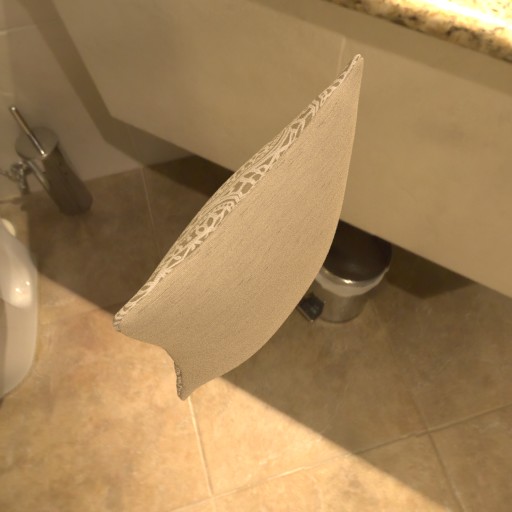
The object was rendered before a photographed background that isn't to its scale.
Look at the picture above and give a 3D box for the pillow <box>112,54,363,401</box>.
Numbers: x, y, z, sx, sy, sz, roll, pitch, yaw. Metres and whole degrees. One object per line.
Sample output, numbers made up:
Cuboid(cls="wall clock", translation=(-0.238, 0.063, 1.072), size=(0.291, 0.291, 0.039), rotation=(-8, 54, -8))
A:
Cuboid(cls="pillow", translation=(0.000, 0.000, 0.658), size=(0.167, 0.421, 0.438), rotation=(34, 69, 15))
